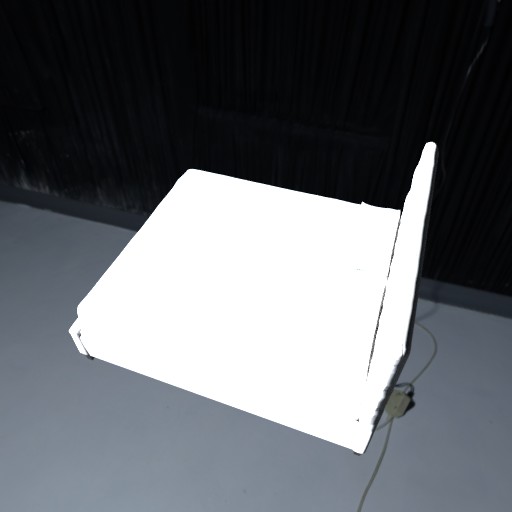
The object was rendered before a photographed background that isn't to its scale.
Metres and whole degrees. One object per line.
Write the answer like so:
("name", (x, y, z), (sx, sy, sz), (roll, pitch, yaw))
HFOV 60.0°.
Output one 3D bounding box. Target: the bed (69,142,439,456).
("bed", (0.000, 0.000, 3.642), (2.387, 1.427, 2.078), (15, 48, 14))
